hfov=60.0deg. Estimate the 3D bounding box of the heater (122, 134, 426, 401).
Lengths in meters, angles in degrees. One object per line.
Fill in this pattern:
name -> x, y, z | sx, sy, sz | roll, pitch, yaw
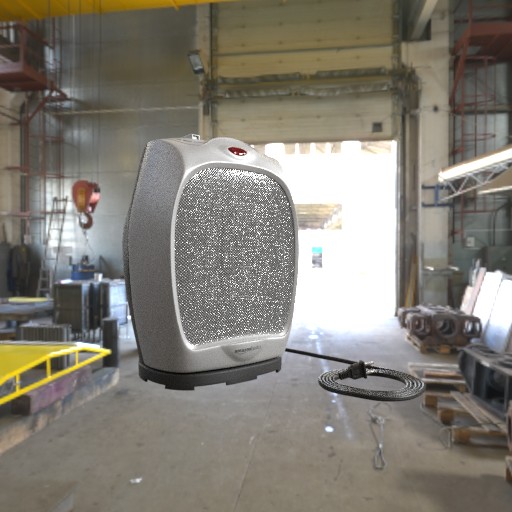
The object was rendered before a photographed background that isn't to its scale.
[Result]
heater -> 0.000, 0.000, 0.468 | 0.239, 0.255, 0.291 | 0, 1, -37
